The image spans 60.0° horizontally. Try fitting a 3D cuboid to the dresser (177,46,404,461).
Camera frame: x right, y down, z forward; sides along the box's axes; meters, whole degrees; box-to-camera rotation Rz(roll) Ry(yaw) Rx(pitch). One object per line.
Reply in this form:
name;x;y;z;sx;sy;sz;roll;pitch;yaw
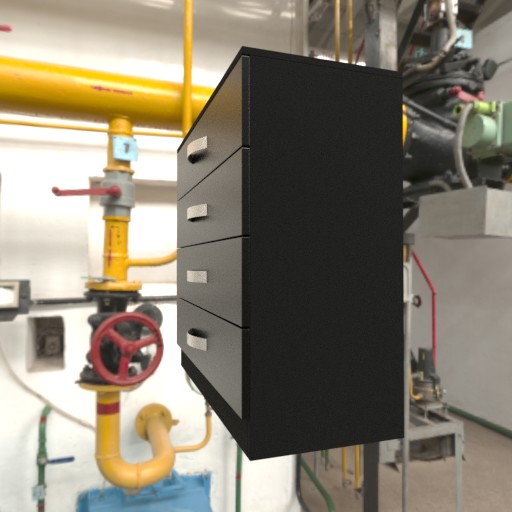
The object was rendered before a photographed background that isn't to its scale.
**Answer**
dresser;0.000;0.000;1.169;0.360;0.720;0.750;0;-1;-19
